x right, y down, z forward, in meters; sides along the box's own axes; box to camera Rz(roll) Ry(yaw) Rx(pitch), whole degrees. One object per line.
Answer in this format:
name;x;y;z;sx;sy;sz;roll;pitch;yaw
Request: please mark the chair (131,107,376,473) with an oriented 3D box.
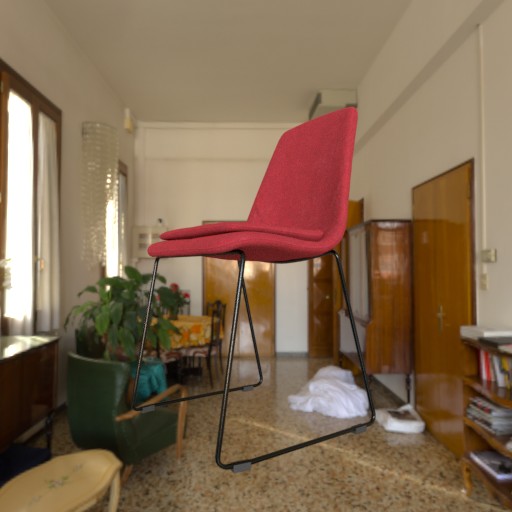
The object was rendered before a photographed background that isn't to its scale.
chair;0.000;0.000;1.188;0.518;0.858;0.479;1;-2;-37
